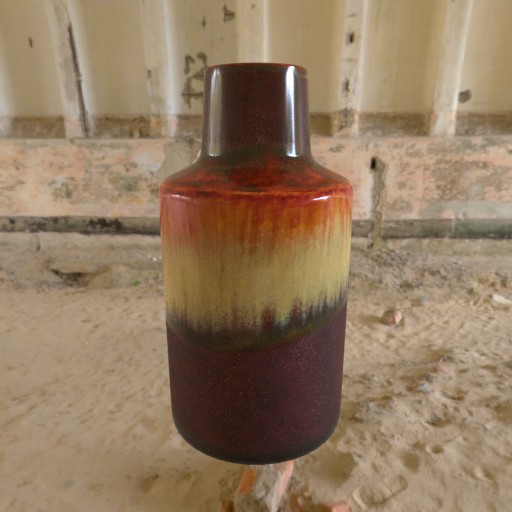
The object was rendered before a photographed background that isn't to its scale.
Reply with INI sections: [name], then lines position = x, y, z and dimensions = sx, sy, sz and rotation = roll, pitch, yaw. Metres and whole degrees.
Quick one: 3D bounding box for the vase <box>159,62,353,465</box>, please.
[vase]
position = 0.000, 0.000, 0.260
dimensions = 0.108, 0.204, 0.108
rotation = 0, 16, 0
